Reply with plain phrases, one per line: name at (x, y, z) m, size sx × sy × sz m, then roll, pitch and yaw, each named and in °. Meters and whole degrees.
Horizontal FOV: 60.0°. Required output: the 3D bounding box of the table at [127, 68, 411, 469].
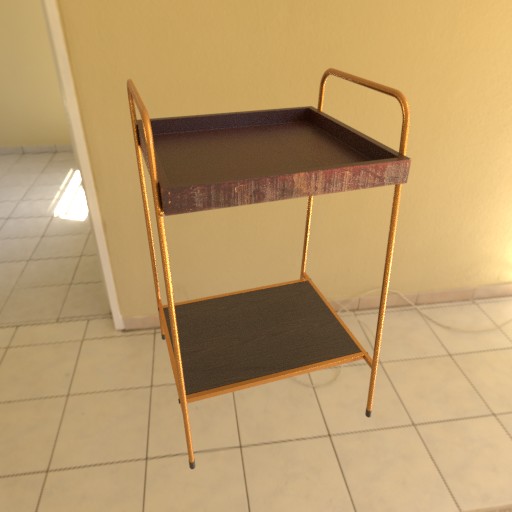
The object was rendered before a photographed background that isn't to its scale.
table at (0.000, 0.000, 0.966) m, size 0.430 × 0.710 × 0.430 m, roll -10°, pitch 33°, yaw -15°
